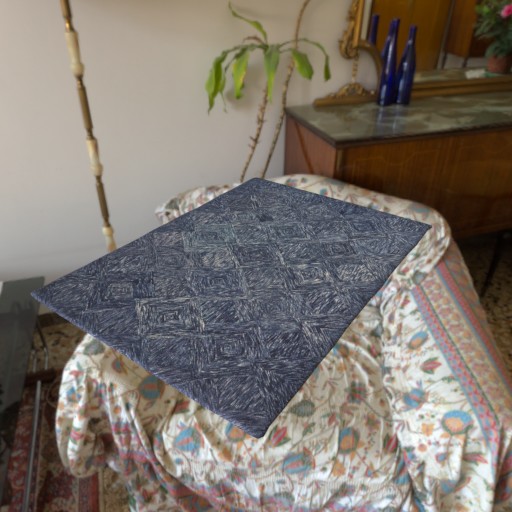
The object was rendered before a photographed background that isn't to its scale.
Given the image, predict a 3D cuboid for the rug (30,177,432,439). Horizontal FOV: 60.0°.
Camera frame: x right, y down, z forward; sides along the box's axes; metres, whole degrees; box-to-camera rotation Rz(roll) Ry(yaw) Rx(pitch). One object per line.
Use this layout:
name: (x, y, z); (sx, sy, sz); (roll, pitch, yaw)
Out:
rug: (0.000, 0.000, 4.250); (2.385, 0.024, 3.245); (21, 38, 30)
